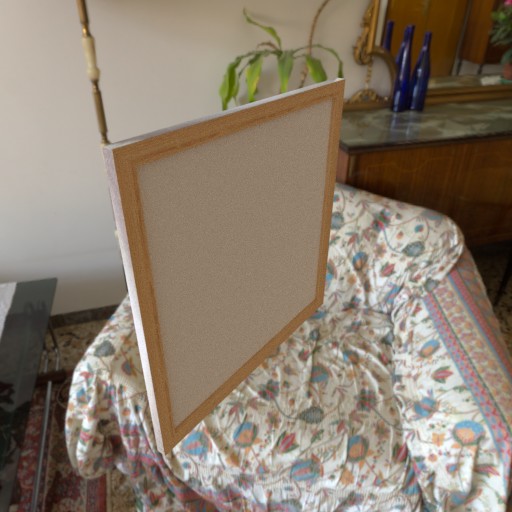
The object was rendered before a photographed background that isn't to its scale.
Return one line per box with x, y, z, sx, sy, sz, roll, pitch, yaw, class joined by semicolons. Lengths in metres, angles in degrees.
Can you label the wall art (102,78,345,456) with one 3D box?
0.000;0.000;1.144;0.027;0.762;0.762;22;38;31;wall art
